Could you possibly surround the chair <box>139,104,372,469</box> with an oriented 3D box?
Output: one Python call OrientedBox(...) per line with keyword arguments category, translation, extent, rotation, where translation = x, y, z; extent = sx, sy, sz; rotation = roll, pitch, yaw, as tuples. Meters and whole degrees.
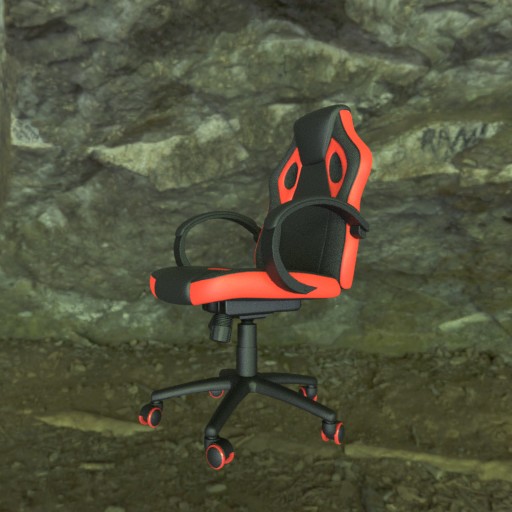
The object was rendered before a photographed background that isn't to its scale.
OrientedBox(category="chair", translation=(0.000, 0.000, 1.388), extent=(0.642, 1.016, 0.600), rotation=(0, 0, -37))
